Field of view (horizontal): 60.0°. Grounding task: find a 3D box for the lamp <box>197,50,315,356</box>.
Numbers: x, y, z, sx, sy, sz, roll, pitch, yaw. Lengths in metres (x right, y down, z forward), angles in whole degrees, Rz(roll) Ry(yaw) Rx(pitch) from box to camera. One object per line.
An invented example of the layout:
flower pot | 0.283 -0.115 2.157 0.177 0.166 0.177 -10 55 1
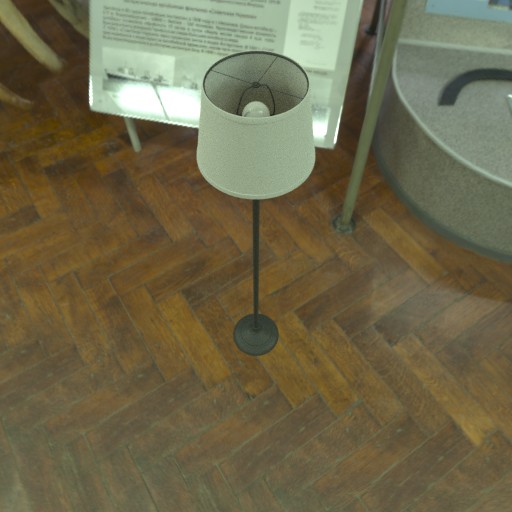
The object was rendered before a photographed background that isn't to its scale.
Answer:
lamp | 0.000 0.000 1.667 0.327 1.506 0.327 -16 59 -10
